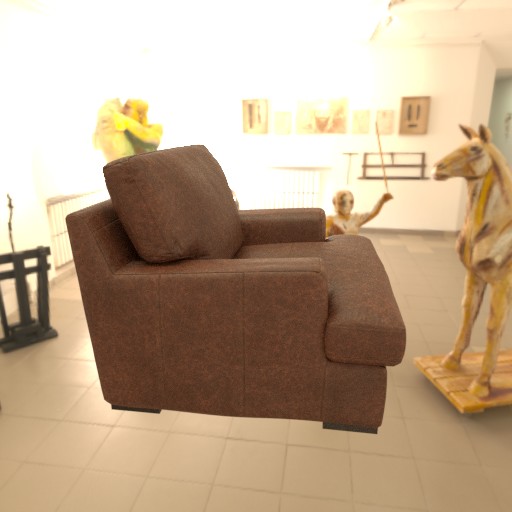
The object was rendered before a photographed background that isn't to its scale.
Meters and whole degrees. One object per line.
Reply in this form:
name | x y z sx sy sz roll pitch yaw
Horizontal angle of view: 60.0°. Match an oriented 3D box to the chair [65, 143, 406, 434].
chair | 0.000 0.000 1.986 1.143 0.939 1.168 2 17 8
